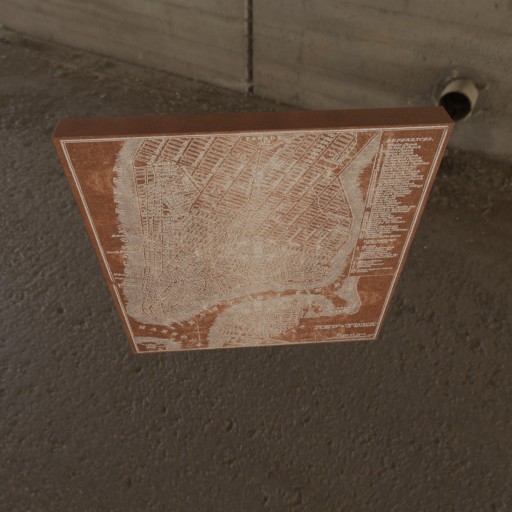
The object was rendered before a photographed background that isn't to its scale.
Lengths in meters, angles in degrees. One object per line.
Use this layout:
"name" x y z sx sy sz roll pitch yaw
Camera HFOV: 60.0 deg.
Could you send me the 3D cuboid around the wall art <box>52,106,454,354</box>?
"wall art" 0.000 0.000 0.600 0.403 0.403 0.035 -3 47 -3
